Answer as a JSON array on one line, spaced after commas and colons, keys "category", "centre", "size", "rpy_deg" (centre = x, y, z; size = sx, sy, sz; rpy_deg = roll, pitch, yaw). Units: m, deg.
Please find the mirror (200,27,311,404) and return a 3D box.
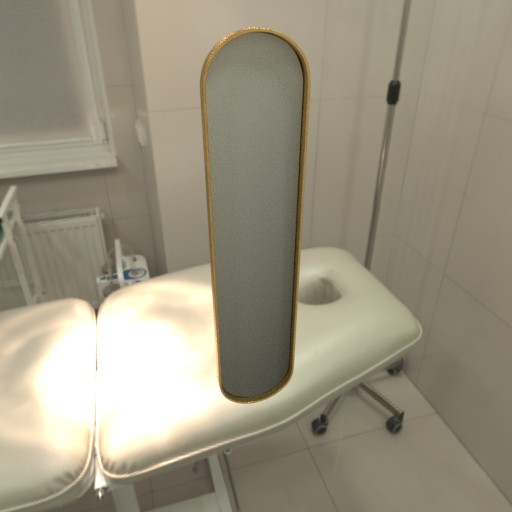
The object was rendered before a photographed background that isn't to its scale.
[{"category": "mirror", "centre": [0.000, 0.000, 1.080], "size": [0.222, 0.991, 0.032], "rpy_deg": [-9, 32, -15]}]
